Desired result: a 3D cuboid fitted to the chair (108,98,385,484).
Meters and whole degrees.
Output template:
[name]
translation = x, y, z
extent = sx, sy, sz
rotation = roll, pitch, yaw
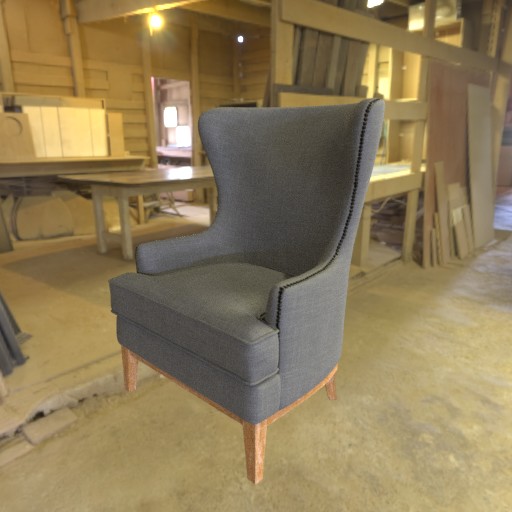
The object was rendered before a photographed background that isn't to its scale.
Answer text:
[chair]
translation = 0.000, 0.000, 1.775
extent = 0.864, 1.176, 0.883
rotation = 14, 21, 42
